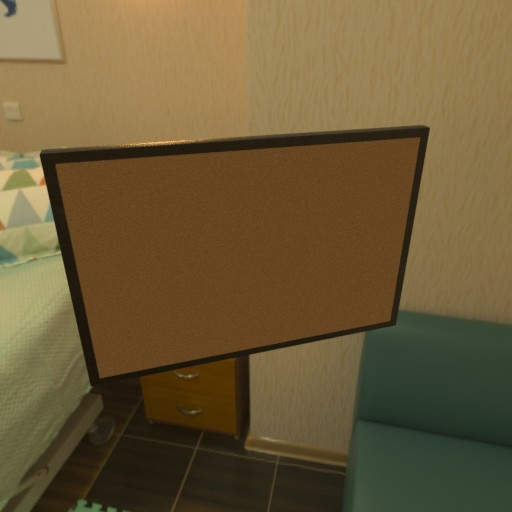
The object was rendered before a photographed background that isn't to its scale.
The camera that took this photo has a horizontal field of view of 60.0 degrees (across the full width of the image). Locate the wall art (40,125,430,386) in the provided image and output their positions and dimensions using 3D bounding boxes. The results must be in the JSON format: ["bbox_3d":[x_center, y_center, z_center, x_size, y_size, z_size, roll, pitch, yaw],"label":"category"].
[{"bbox_3d":[0.000,0.000,1.152,0.912,0.612,0.038,-8,28,-15],"label":"wall art"}]
